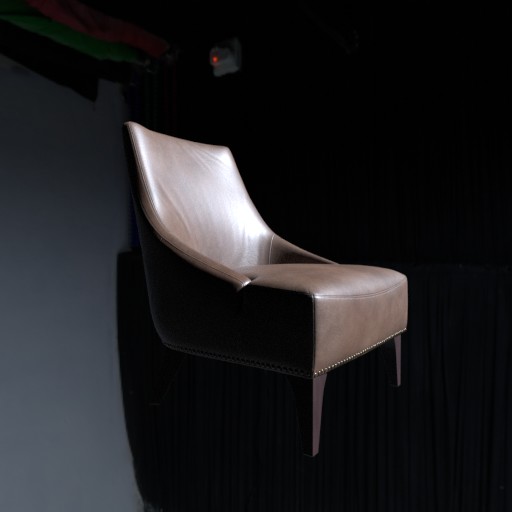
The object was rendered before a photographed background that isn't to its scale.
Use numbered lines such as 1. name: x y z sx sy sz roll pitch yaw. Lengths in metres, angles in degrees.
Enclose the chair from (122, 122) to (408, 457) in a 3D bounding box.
1. chair: 0.000 0.000 1.511 0.861 0.909 0.701 1 2 36
